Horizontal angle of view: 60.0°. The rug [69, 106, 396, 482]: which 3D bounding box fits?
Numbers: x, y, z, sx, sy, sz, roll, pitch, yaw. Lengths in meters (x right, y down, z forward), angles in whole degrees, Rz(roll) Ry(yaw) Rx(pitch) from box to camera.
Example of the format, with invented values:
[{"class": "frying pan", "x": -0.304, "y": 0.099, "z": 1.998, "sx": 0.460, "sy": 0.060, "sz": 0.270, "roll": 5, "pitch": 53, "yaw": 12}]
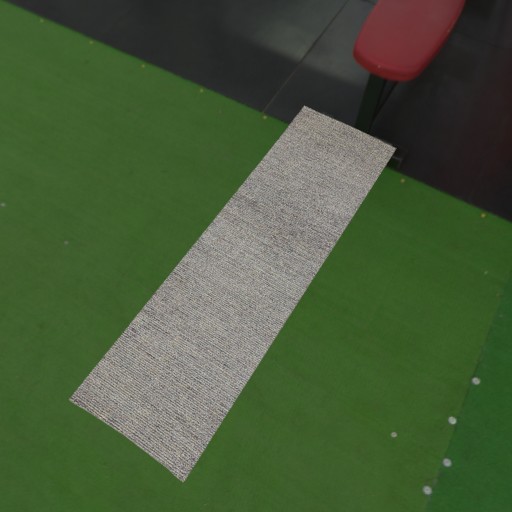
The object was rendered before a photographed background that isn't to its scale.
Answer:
[{"class": "rug", "x": 0.000, "y": 0.000, "z": 2.544, "sx": 0.697, "sy": 0.013, "sz": 2.335, "roll": 30, "pitch": 67, "yaw": 14}]
